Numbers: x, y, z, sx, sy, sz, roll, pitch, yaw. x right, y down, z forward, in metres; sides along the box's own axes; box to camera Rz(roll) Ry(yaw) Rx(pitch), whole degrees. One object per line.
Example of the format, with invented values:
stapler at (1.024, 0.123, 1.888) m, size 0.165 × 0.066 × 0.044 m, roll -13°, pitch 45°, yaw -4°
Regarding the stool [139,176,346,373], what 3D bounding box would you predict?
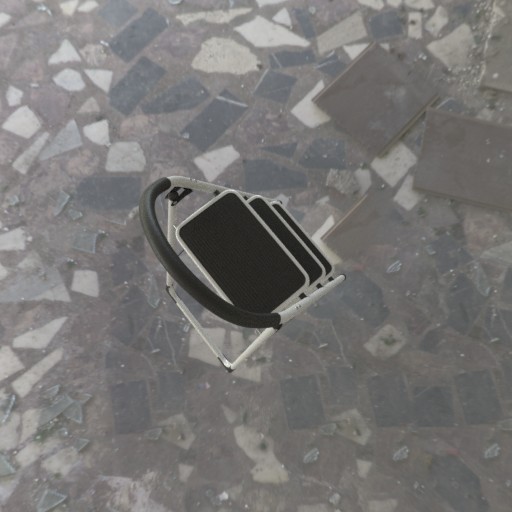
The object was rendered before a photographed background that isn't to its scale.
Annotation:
stool at (0.000, 0.000, 1.475) m, size 0.676 × 1.109 × 0.485 m, roll -38°, pitch 80°, yaw -8°
